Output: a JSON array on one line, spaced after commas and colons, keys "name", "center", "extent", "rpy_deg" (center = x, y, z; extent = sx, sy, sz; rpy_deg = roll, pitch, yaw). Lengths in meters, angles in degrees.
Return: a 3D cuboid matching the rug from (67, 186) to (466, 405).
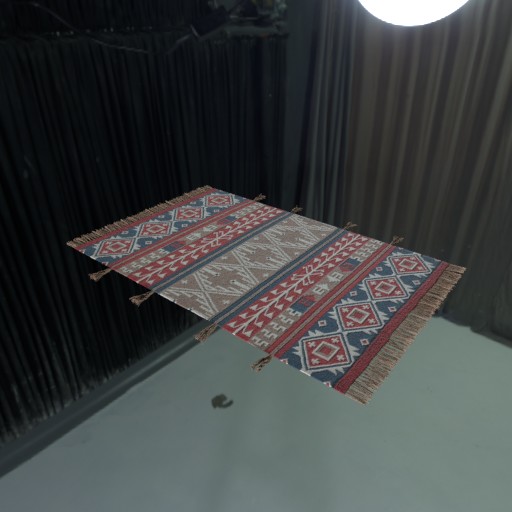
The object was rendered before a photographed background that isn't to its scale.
[{"name": "rug", "center": [0.000, 0.000, 2.584], "extent": [2.025, 0.040, 1.469], "rpy_deg": [22, 37, 33]}]
